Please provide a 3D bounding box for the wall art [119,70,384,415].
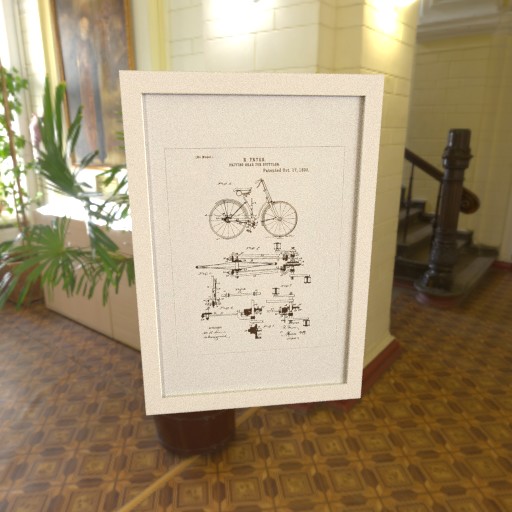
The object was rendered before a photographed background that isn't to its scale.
[{"bbox_3d":[0.000,0.000,0.622,0.332,0.477,0.015,-2,16,-7],"label":"wall art"}]
